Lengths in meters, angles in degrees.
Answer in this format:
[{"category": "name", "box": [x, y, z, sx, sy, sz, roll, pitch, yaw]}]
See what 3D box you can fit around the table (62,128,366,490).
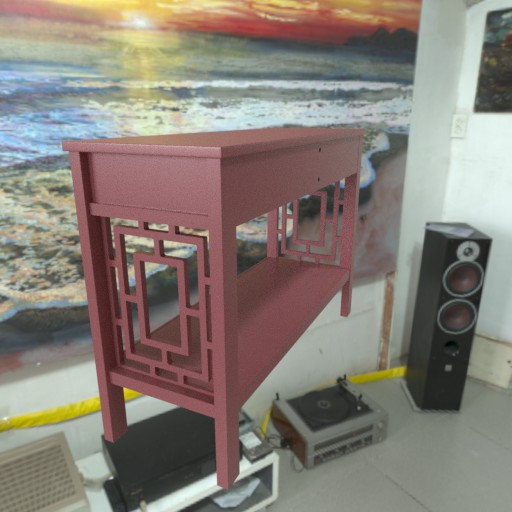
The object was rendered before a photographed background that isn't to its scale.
[{"category": "table", "box": [0.000, 0.000, 1.411, 0.397, 0.753, 1.068, 9, 20, 25]}]
